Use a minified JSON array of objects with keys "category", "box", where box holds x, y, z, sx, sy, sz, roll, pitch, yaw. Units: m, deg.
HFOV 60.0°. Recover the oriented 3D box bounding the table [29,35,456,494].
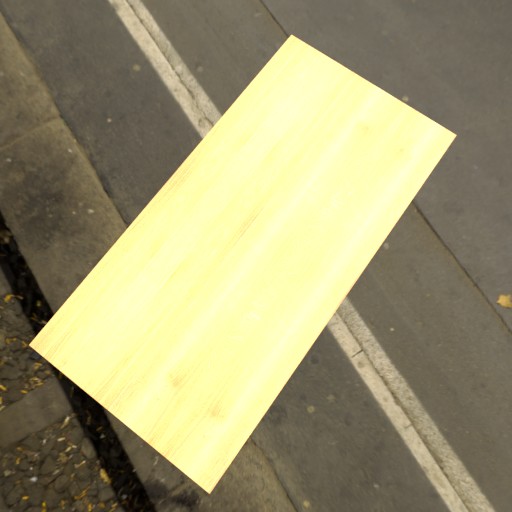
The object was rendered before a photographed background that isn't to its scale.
[{"category":"table","box":[0.000,0.000,2.225,0.900,0.750,1.800,35,78,9]}]
